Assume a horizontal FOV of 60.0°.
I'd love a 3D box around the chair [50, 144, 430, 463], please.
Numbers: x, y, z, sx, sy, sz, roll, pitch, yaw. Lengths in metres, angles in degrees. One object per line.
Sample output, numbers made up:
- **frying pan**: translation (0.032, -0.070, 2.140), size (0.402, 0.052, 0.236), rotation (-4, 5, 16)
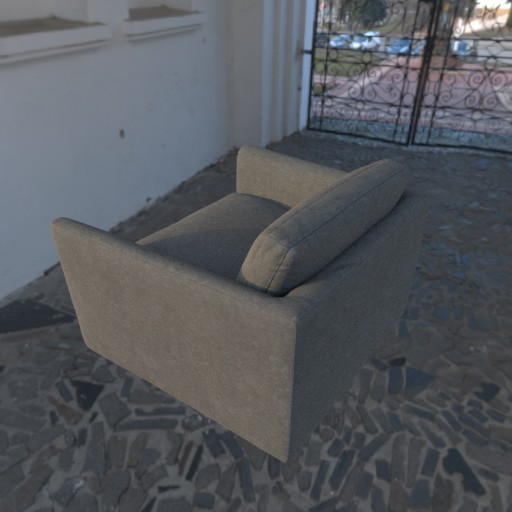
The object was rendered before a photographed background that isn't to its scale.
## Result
- **chair**: translation (0.000, 0.000, 1.905), size (1.091, 0.845, 1.190), rotation (22, 38, 31)
